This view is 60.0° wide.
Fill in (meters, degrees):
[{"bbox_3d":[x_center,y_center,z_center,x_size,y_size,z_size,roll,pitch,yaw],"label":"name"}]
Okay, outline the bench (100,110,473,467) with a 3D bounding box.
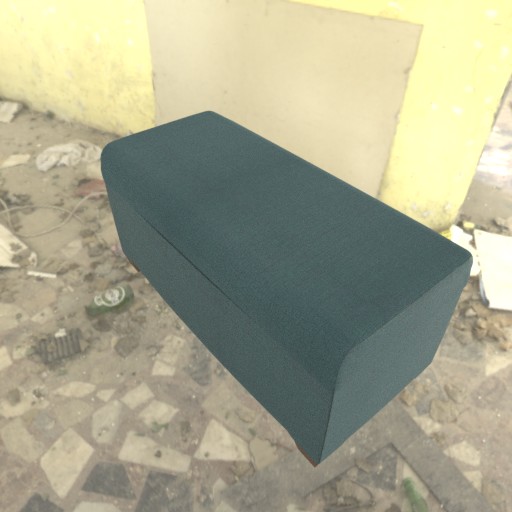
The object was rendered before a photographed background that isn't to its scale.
[{"bbox_3d":[0.000,0.000,1.262,0.476,0.474,0.995,-28,48,-29],"label":"bench"}]
